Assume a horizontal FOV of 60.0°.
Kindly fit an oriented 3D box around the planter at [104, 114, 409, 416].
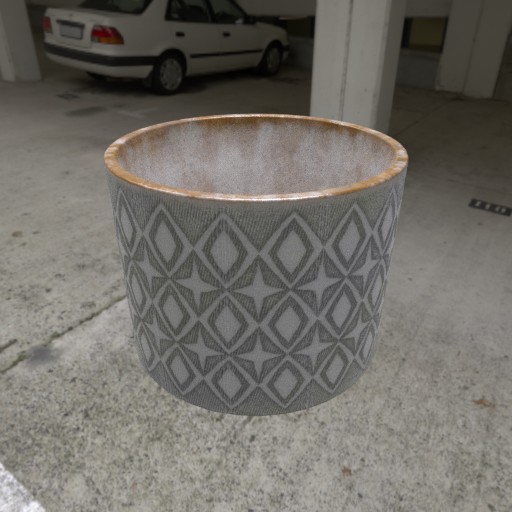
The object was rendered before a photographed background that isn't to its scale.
[{"bbox_3d":[0.000,0.000,0.440,0.255,0.223,0.255,0,29,0],"label":"planter"}]
